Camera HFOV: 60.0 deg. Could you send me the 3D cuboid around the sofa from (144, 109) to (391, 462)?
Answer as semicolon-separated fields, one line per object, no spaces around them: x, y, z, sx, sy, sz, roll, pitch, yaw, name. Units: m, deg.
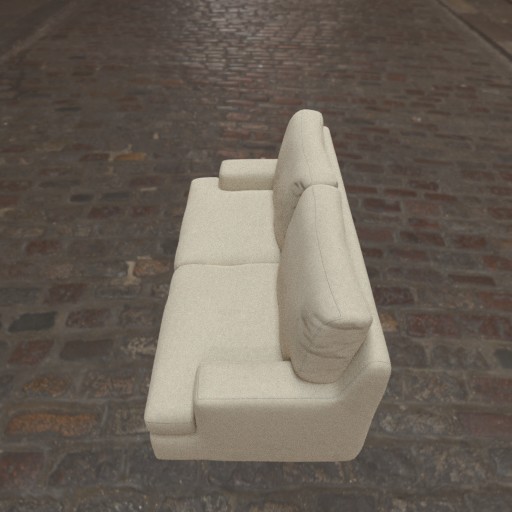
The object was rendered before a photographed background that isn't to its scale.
0.000;0.000;2.432;0.962;0.967;1.885;0;42;0;sofa
